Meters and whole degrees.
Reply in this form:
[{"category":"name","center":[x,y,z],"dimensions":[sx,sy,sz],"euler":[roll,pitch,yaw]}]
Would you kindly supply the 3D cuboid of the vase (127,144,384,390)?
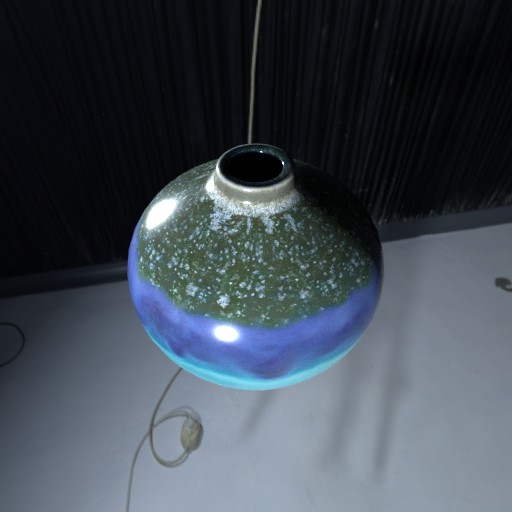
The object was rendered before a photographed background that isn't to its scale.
[{"category":"vase","center":[0.000,0.000,0.270],"dimensions":[0.154,0.133,0.154],"euler":[0,47,0]}]
